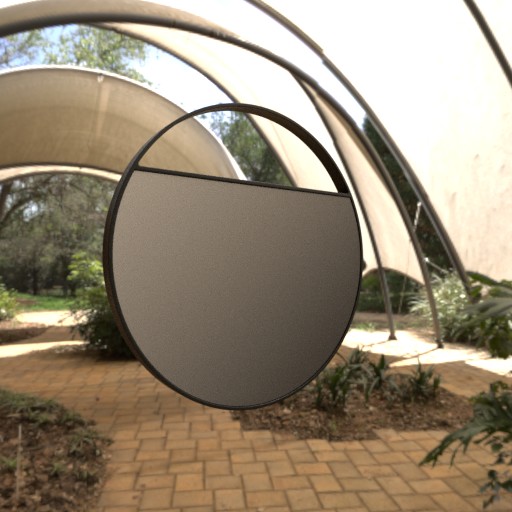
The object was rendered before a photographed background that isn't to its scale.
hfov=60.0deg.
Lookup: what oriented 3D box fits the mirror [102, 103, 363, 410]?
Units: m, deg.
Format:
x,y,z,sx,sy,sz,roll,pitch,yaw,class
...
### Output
x,y,z,sx,sy,sz,roll,pitch,yaw,class
0.000,0.000,0.842,0.565,0.565,0.032,1,-2,-35,mirror
